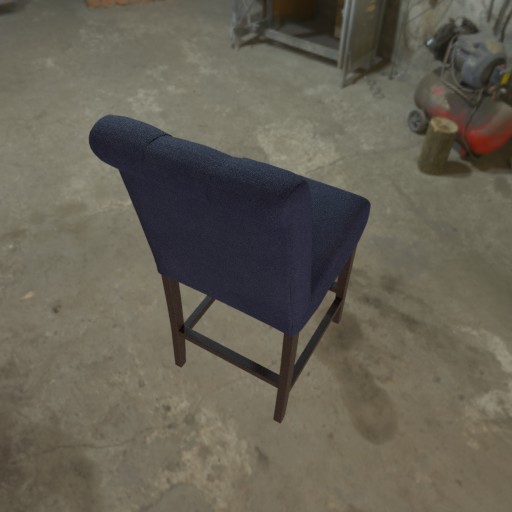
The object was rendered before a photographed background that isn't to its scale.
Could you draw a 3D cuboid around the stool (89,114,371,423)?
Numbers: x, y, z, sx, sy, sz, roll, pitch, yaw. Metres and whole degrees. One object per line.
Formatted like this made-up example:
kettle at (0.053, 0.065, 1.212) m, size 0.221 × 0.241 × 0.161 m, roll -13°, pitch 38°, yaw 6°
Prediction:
stool at (0.000, 0.000, 1.322) m, size 0.493 × 1.010 × 0.601 m, roll 23°, pitch 50°, yaw 21°
